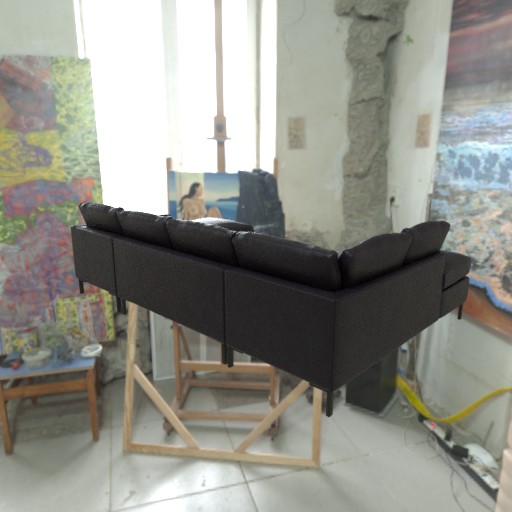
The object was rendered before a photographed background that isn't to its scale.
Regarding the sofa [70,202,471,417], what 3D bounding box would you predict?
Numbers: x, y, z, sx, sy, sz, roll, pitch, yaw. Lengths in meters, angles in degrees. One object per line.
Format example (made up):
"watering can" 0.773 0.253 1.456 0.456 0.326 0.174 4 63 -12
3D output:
"sofa" 0.000 0.000 3.856 2.956 0.900 1.939 13 20 42
